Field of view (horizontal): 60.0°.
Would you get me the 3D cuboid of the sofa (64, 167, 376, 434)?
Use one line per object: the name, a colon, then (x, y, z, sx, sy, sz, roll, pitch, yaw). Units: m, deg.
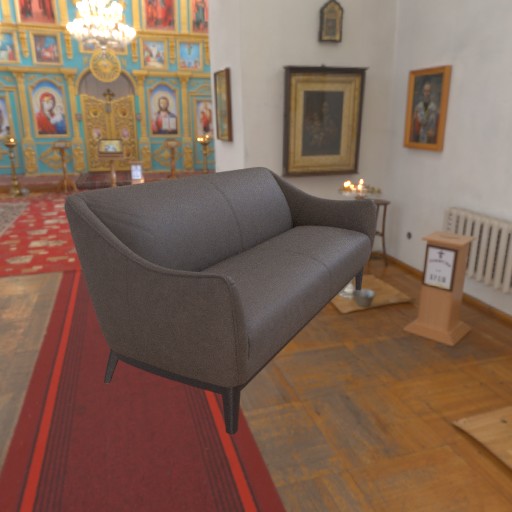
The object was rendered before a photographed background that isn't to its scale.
sofa: (0.000, 0.000, 2.408, 0.869, 0.831, 1.928, 8, 17, 27)
